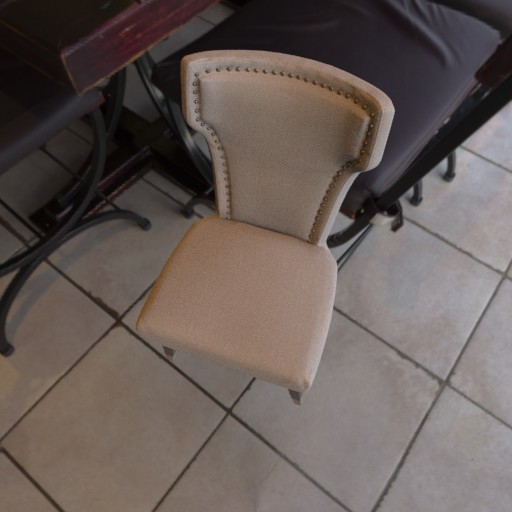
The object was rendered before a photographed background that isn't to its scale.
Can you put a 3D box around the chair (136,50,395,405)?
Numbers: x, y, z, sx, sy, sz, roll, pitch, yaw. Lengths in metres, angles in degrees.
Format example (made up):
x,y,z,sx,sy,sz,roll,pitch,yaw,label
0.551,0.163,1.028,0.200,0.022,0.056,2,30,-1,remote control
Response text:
x,y,z,sx,sy,sz,roll,pitch,yaw,label
0.000,0.000,1.313,0.526,0.950,0.630,17,61,9,chair
